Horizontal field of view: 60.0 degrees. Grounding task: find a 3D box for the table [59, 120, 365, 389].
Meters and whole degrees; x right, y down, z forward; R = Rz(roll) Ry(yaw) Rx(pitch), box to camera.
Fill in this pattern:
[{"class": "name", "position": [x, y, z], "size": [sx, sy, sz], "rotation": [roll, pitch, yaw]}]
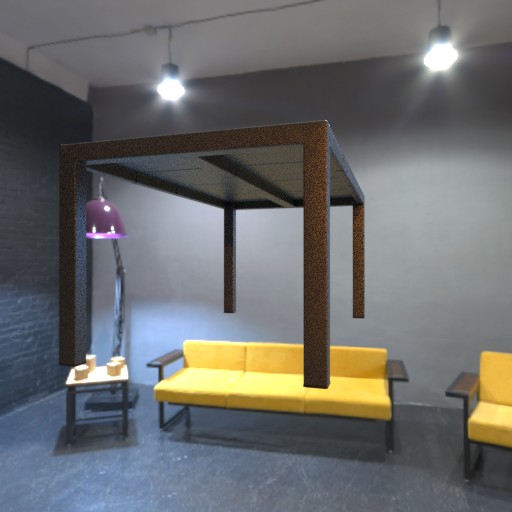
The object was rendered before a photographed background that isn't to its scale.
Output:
[{"class": "table", "position": [0.000, 0.000, 1.298], "size": [0.559, 0.460, 0.965], "rotation": [0, 0, 17]}]
